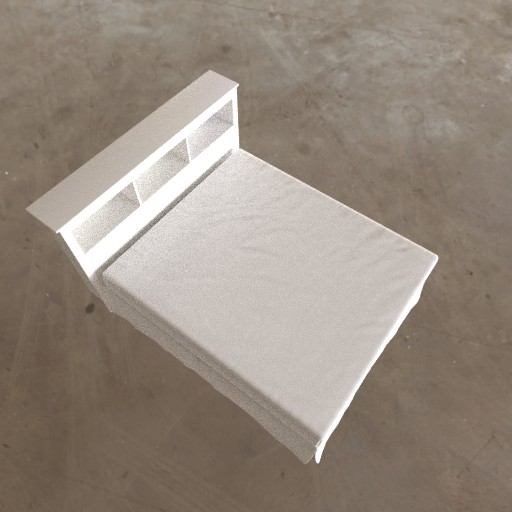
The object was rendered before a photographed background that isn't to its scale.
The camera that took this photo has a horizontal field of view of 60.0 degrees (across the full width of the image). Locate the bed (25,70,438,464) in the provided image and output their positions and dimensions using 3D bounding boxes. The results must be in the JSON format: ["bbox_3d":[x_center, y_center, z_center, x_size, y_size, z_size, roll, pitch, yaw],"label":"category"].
[{"bbox_3d":[0.000,0.000,3.069,2.133,1.092,1.671,32,63,19],"label":"bed"}]
